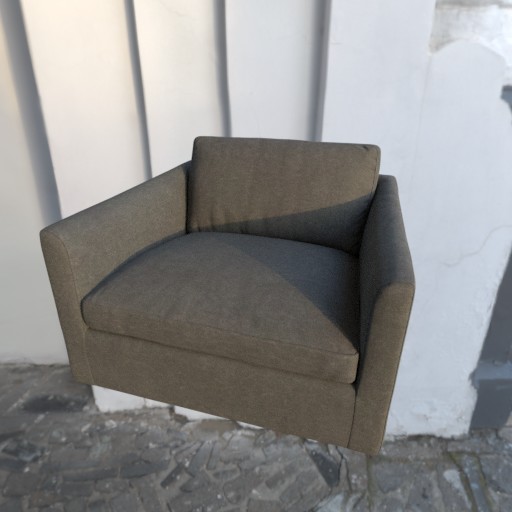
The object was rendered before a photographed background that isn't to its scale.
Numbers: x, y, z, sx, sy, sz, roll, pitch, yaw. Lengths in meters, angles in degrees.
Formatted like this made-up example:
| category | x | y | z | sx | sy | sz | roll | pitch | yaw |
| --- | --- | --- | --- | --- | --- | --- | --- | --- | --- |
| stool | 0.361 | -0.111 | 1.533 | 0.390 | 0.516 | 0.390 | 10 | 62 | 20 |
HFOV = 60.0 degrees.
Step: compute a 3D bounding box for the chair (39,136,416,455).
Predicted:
| category | x | y | z | sx | sy | sz | roll | pitch | yaw |
| --- | --- | --- | --- | --- | --- | --- | --- | --- | --- |
| chair | 0.000 | 0.000 | 1.848 | 1.190 | 0.845 | 1.091 | 8 | 27 | 16 |
